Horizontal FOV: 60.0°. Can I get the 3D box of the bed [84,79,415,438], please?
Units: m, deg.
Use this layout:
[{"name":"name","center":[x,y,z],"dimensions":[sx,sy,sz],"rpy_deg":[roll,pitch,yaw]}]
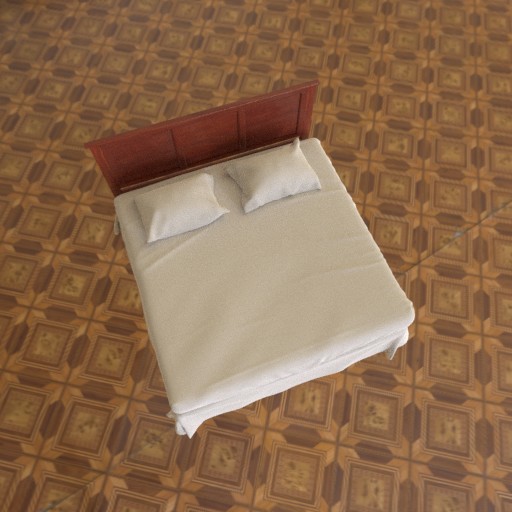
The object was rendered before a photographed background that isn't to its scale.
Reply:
[{"name":"bed","center":[0.000,0.000,3.737],"dimensions":[2.314,1.271,2.219],"rpy_deg":[-18,65,-9]}]
